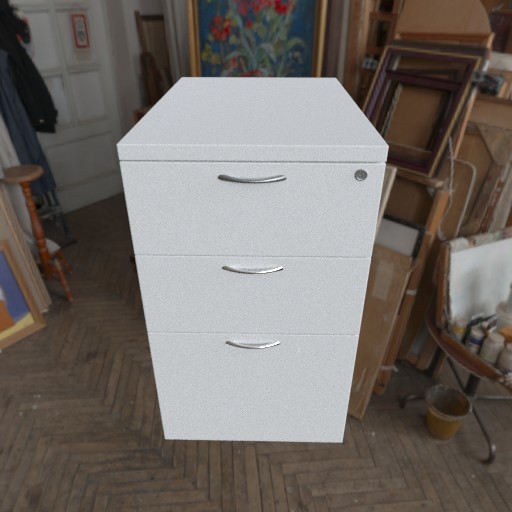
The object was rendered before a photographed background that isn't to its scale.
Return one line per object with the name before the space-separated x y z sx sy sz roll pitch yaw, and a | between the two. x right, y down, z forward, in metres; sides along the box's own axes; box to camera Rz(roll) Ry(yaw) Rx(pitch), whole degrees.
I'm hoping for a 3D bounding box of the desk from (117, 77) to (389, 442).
desk | 0.000 0.000 1.092 0.404 0.730 0.600 1 31 1
